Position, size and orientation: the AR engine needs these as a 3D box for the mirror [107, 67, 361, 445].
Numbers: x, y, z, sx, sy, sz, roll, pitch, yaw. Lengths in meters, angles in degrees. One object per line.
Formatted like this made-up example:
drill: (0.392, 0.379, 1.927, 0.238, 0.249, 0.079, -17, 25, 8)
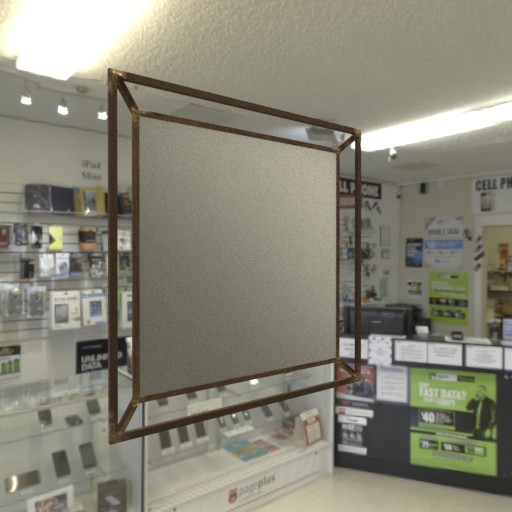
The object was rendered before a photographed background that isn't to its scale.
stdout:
mirror: (0.000, 0.000, 0.910, 0.610, 0.610, 0.032, 0, 0, -36)
